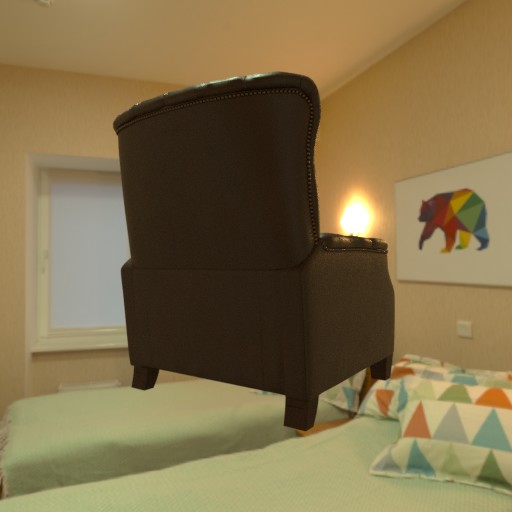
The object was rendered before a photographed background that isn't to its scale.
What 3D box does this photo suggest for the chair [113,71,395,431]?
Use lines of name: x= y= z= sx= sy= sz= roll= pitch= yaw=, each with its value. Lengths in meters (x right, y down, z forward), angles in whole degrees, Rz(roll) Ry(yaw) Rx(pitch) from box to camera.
chair: x=0.000 y=0.000 z=1.470 sx=0.709 sy=0.864 sz=0.823 roll=-1 pitch=-1 yaw=36
